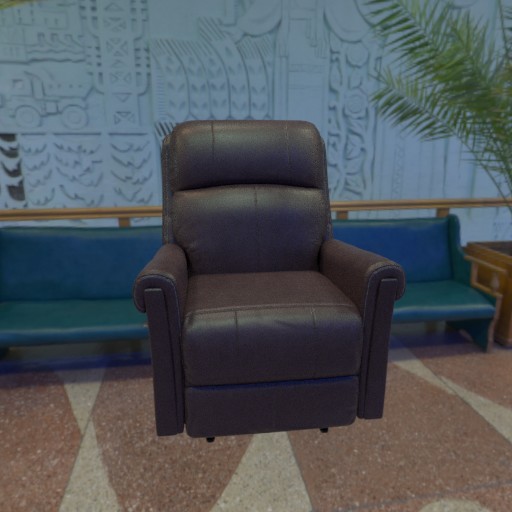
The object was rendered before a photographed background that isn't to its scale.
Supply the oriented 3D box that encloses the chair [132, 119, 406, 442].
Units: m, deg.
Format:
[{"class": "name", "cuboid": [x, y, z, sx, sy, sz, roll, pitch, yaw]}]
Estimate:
[{"class": "chair", "cuboid": [0.000, 0.000, 1.769, 0.838, 1.054, 1.014, -2, 16, -7]}]
